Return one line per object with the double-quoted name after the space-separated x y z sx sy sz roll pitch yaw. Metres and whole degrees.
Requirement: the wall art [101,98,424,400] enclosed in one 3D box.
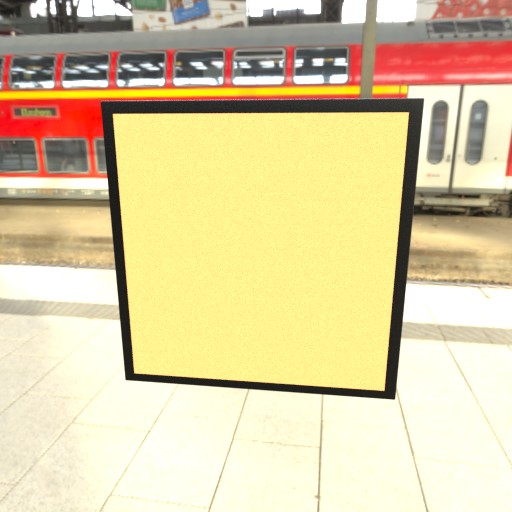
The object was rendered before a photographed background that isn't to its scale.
0.000 0.000 1.144 0.755 0.761 0.038 2 16 7 "wall art"
